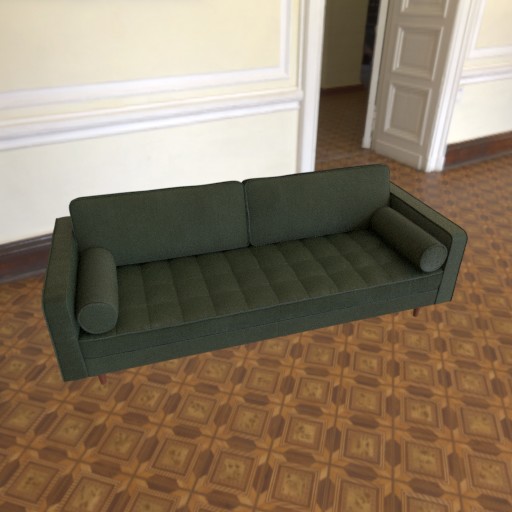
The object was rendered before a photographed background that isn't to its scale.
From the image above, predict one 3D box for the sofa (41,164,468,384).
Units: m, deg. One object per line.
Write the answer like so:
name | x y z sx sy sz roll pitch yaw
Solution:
sofa | 0.000 0.000 2.599 2.199 0.769 0.918 -9 32 -15
